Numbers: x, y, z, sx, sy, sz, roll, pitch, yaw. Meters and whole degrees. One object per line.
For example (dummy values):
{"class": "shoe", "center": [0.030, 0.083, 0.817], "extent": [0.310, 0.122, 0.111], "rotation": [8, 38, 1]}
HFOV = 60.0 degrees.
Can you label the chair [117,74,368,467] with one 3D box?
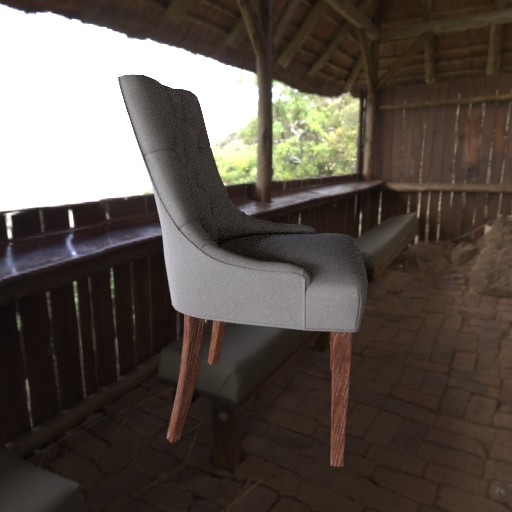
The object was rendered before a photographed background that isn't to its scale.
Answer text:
{"class": "chair", "center": [0.000, 0.000, 1.182], "extent": [0.565, 0.874, 0.509], "rotation": [2, 15, 9]}
